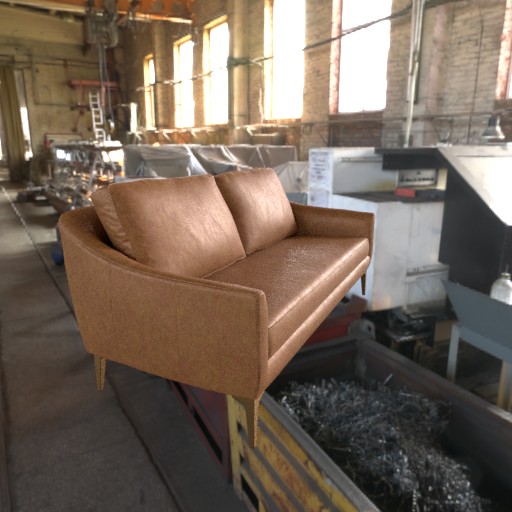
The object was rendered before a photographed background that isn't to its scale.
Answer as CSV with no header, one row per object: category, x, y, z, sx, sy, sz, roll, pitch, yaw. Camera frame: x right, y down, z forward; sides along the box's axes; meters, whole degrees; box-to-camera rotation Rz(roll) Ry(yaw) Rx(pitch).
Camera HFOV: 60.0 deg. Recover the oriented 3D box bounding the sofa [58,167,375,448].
sofa,0.000,0.000,2.573,0.981,0.945,2.036,7,16,25
